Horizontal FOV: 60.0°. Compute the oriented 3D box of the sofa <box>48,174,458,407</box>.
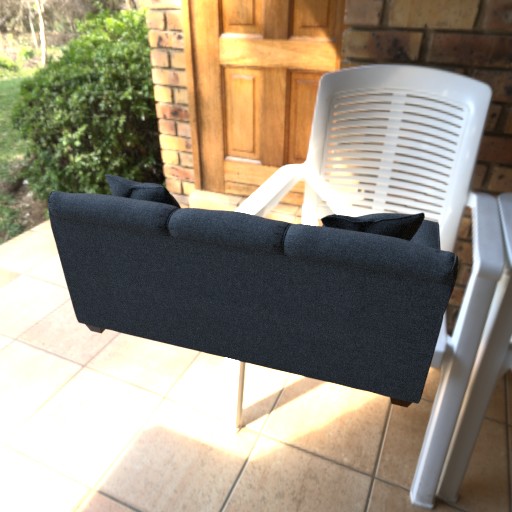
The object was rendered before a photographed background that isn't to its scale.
[{"bbox_3d":[0.000,0.000,2.634,2.024,0.958,0.997,10,33,15],"label":"sofa"}]
